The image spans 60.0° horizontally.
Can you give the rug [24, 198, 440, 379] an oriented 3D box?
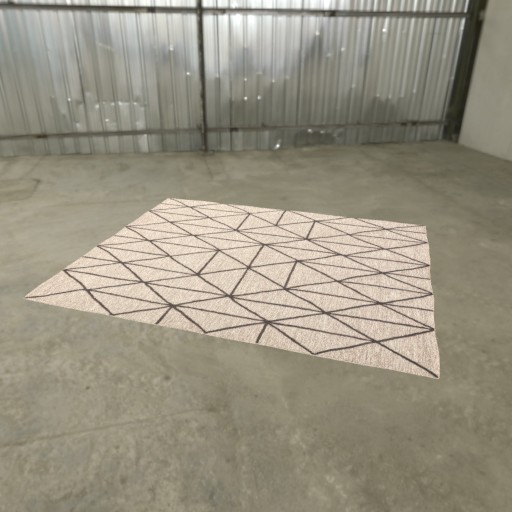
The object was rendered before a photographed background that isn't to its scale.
[{"bbox_3d":[0.000,0.000,4.080,3.061,0.022,2.468,8,28,15],"label":"rug"}]
